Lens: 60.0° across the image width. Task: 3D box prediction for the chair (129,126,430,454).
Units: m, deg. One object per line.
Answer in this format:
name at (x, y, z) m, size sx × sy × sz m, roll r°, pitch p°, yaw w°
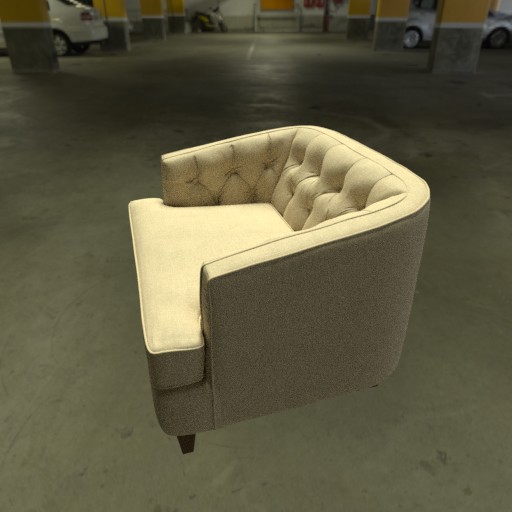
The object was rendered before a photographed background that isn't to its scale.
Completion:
chair at (0.000, 0.000, 1.729) m, size 0.914 × 0.787 × 1.118 m, roll -8°, pitch 30°, yaw -14°
